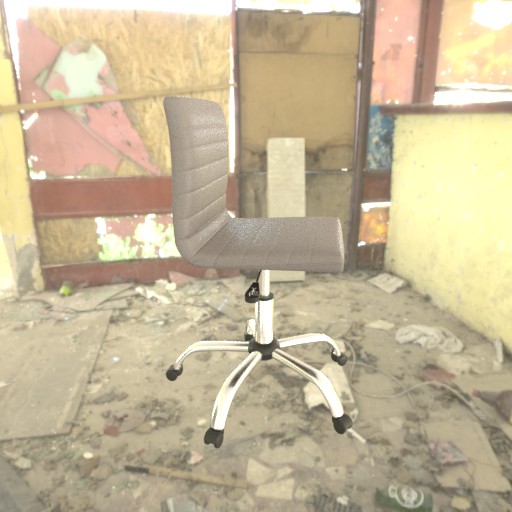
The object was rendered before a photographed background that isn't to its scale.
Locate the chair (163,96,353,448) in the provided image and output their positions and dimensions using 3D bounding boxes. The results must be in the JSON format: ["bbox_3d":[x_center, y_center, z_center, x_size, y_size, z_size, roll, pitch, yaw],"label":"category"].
[{"bbox_3d":[0.000,0.000,1.160,0.530,0.780,0.556,3,17,9],"label":"chair"}]
